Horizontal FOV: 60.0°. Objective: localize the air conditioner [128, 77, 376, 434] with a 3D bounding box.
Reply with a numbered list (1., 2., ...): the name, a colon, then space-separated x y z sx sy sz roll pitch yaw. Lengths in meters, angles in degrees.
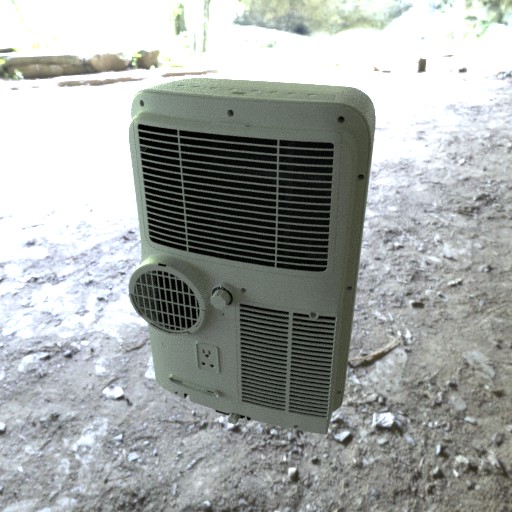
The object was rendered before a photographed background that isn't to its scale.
1. air conditioner: 0.000 0.000 0.949 0.454 0.700 0.365 10 33 16
